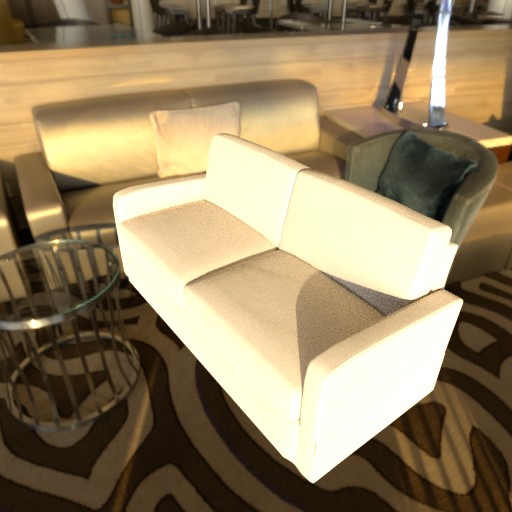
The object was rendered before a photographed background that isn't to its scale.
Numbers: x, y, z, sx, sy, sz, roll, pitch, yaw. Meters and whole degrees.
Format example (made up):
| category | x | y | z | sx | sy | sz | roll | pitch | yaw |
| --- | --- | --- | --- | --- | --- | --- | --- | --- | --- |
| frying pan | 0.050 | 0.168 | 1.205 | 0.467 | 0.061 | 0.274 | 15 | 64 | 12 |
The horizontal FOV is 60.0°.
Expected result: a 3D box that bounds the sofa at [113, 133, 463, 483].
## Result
| category | x | y | z | sx | sy | sz | roll | pitch | yaw |
| --- | --- | --- | --- | --- | --- | --- | --- | --- | --- |
| sofa | 0.000 | 0.000 | 2.278 | 0.894 | 0.831 | 1.808 | -21 | 37 | -31 |
